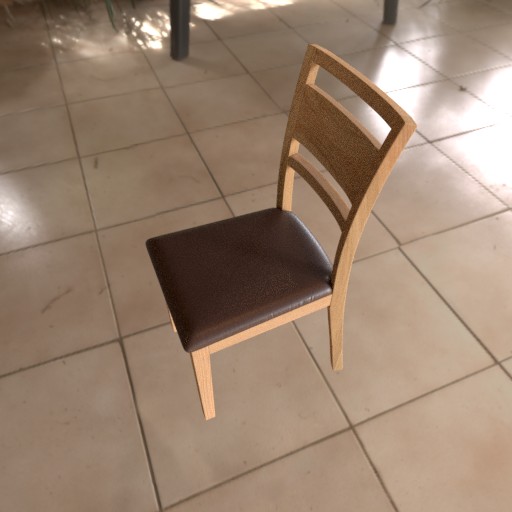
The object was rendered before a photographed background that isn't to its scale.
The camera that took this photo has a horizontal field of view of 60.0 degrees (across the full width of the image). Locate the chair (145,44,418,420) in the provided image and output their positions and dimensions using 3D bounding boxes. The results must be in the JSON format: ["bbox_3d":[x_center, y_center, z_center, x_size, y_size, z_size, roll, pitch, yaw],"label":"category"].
[{"bbox_3d":[0.000,0.000,1.241,0.545,0.940,0.420,-18,50,-15],"label":"chair"}]
